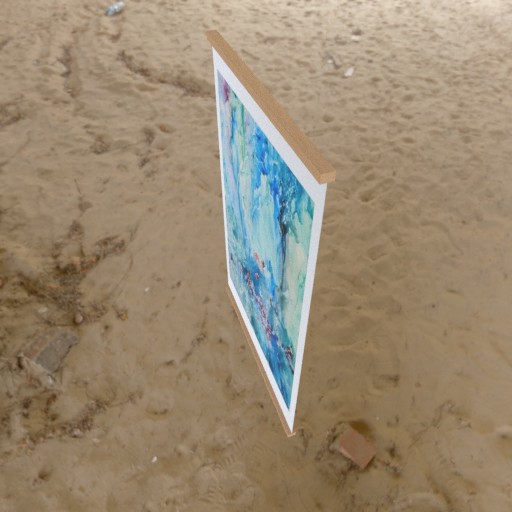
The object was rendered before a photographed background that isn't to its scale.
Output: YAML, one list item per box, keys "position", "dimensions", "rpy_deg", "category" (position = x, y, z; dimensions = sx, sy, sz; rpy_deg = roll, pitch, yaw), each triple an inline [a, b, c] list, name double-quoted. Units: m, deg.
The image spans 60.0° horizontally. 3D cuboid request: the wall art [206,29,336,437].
- position: [0.000, 0.000, 1.905]
  dimensions: [0.040, 1.510, 0.991]
  rpy_deg: [-15, 47, -14]
  category: "wall art"
